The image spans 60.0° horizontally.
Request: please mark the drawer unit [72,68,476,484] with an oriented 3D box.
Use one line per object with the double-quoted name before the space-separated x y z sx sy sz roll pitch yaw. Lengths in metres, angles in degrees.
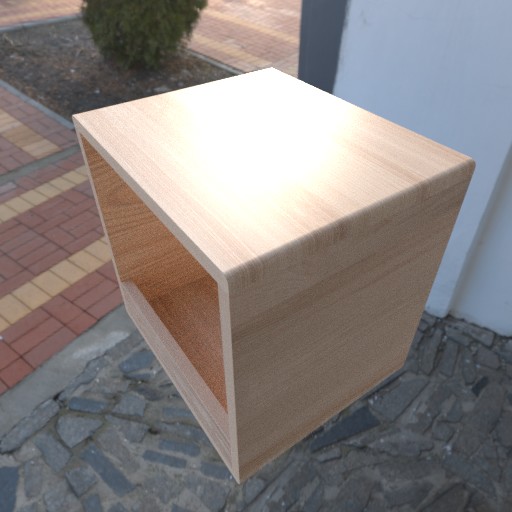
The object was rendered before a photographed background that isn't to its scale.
"drawer unit" 0.000 0.000 0.590 0.290 0.344 0.344 -25 46 -26
